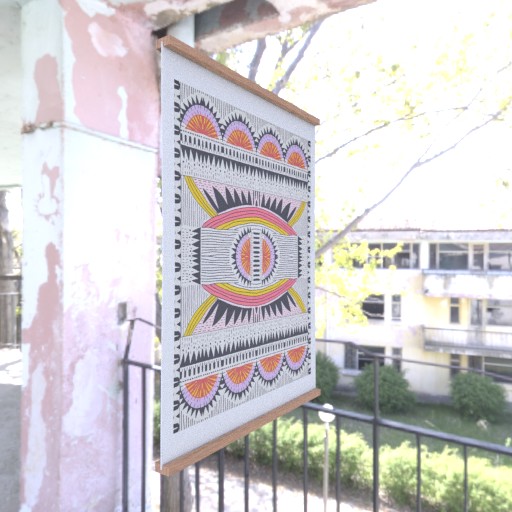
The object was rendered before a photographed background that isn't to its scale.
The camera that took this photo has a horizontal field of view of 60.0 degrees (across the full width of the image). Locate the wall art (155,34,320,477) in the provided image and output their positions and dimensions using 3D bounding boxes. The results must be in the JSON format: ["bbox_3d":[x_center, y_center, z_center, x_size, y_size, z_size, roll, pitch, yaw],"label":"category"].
[{"bbox_3d":[0.000,0.000,0.803,0.028,0.609,0.456,0,-1,35],"label":"wall art"}]
